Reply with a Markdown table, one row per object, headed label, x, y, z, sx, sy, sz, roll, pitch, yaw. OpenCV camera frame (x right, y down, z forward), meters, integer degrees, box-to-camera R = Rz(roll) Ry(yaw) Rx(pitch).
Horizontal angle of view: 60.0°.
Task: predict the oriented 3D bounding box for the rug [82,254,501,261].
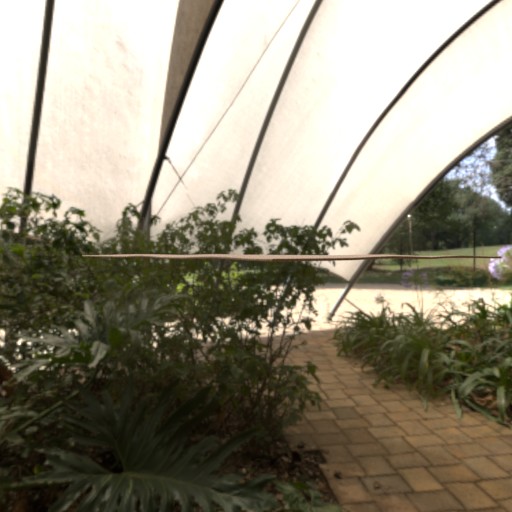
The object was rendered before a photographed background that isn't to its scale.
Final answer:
| label | x | y | z | sx | sy | sz | roll | pitch | yaw |
| --- | --- | --- | --- | --- | --- | --- | --- | --- | --- |
| rug | 0.000 | 0.000 | 2.242 | 1.220 | 0.013 | 1.829 | 0 | 1 | -36 |
